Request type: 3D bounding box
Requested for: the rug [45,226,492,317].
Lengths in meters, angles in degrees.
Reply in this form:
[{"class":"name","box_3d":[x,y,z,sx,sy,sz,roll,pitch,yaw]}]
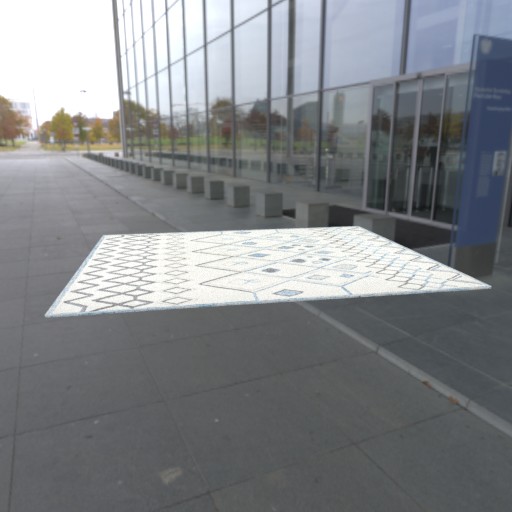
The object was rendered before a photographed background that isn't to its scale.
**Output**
[{"class":"rug","box_3d":[0.000,0.000,4.108,3.056,0.013,2.441,-3,15,-10]}]
